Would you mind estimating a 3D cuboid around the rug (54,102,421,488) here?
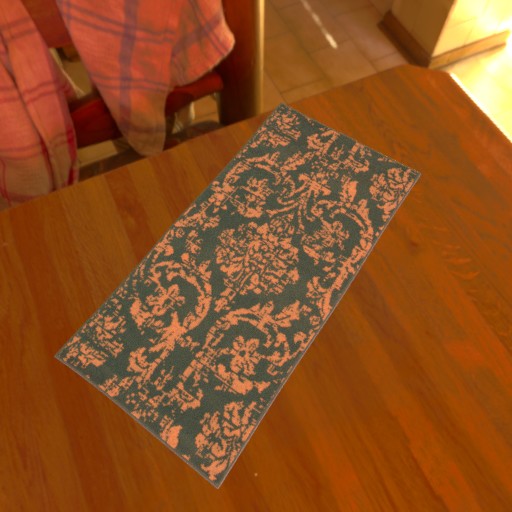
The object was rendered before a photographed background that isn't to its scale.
[{"bbox_3d":[0.000,0.000,1.445,0.604,0.007,1.219,32,68,15],"label":"rug"}]
